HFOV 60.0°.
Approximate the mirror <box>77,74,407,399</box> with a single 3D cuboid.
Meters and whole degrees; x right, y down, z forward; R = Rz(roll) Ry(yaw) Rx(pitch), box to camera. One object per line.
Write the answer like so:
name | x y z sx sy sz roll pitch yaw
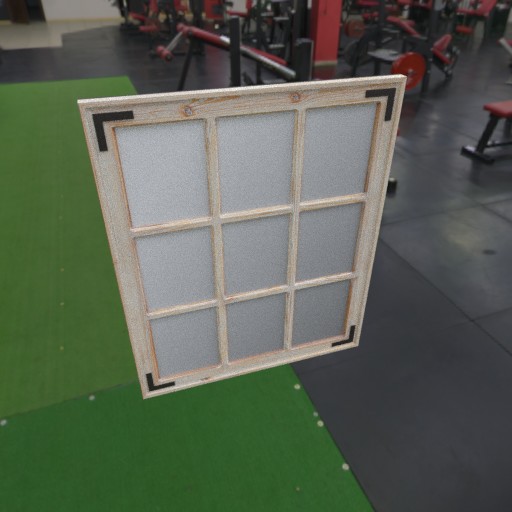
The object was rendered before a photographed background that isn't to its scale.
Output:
mirror | 0.000 0.000 1.204 0.730 0.882 0.032 -10 36 -15
